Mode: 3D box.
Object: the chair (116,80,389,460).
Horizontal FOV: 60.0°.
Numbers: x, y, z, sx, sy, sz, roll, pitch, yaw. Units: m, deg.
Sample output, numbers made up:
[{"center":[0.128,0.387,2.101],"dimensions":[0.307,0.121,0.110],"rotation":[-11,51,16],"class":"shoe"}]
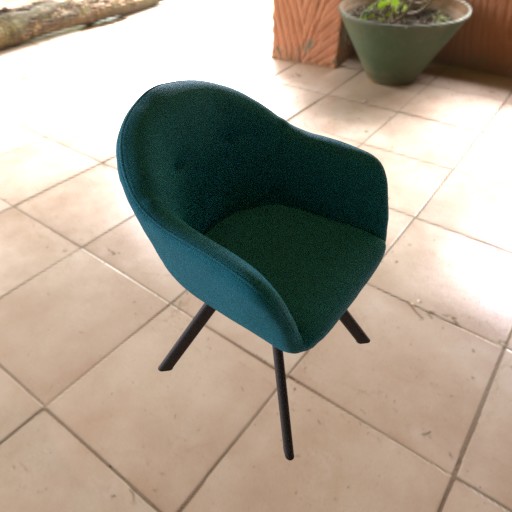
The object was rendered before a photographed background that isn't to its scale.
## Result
[{"center":[0.000,0.000,1.151],"dimensions":[0.565,0.775,0.545],"rotation":[25,47,26],"class":"chair"}]
